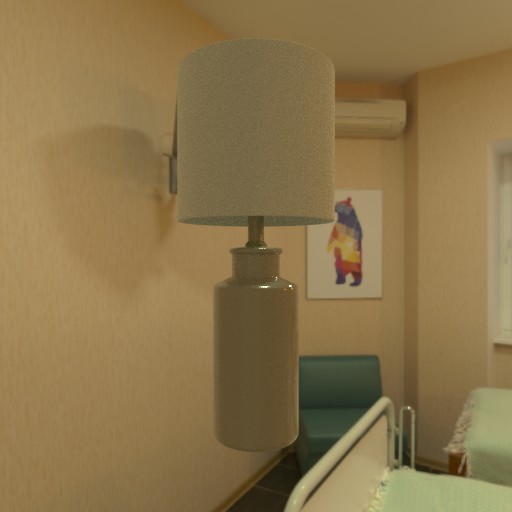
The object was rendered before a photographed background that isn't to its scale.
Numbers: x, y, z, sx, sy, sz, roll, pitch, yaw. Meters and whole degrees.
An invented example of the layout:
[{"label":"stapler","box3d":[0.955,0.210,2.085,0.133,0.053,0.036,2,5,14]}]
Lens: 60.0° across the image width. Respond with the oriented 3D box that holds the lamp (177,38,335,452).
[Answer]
[{"label":"lamp","box3d":[0.000,0.000,0.607,0.212,0.493,0.212,0,0,1]}]
